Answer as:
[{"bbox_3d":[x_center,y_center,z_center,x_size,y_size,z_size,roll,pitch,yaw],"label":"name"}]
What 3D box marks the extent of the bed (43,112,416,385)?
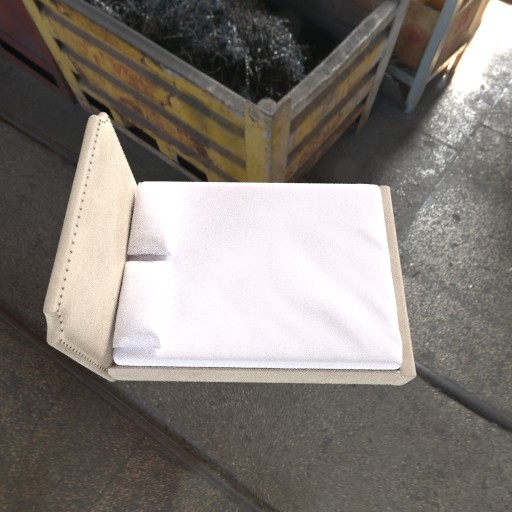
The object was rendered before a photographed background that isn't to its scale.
[{"bbox_3d":[0.000,0.000,3.363,2.372,1.443,1.712,1,64,0],"label":"bed"}]
